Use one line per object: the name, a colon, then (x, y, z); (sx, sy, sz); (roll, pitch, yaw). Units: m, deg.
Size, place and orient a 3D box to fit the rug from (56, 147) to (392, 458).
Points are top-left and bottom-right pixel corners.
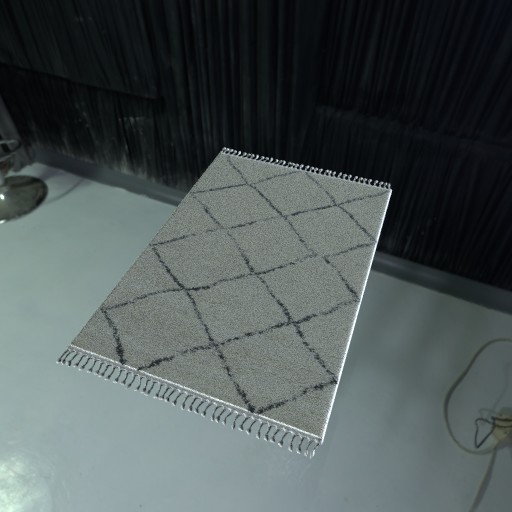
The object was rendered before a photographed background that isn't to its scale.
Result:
rug: (0.000, 0.000, 3.007); (1.494, 0.031, 2.307); (15, 48, 14)
